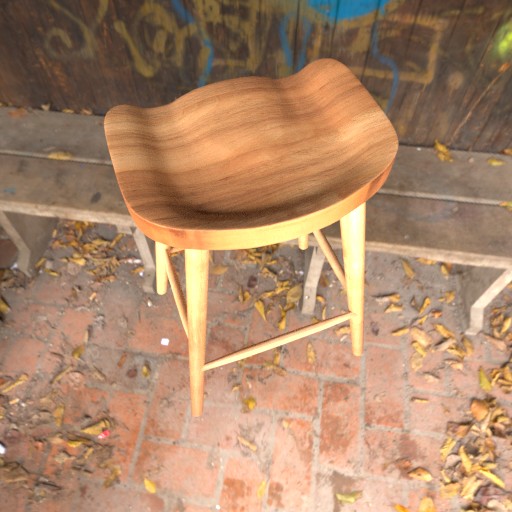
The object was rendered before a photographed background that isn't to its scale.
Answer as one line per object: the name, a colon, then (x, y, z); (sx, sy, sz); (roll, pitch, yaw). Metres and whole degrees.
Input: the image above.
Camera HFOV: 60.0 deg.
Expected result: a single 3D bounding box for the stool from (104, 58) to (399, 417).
stool: (0.000, 0.000, 0.887); (0.440, 0.615, 0.361); (-17, 59, -11)
